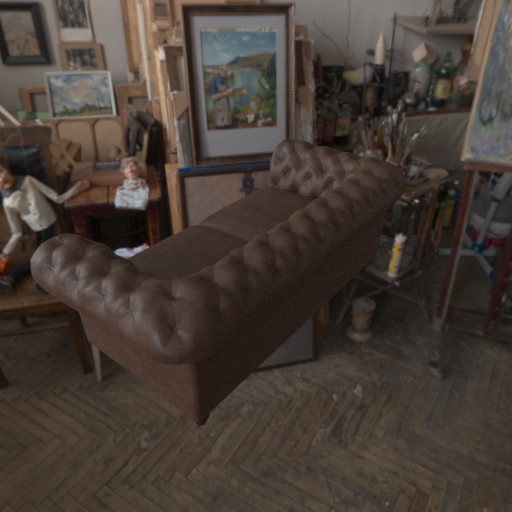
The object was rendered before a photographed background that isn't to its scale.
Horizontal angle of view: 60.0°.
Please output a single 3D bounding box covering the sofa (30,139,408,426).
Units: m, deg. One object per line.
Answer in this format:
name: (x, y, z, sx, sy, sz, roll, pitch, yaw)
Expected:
sofa: (0.000, 0.000, 2.502, 0.955, 0.784, 2.048, 23, 39, 32)
